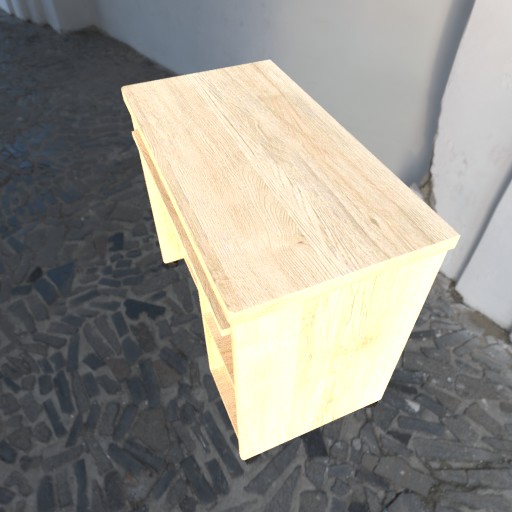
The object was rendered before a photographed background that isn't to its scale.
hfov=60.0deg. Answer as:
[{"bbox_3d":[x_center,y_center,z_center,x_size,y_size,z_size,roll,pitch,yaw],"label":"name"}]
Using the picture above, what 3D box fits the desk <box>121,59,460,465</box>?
[{"bbox_3d":[0.000,0.000,1.350,0.480,0.770,0.885,-17,49,-16],"label":"desk"}]
